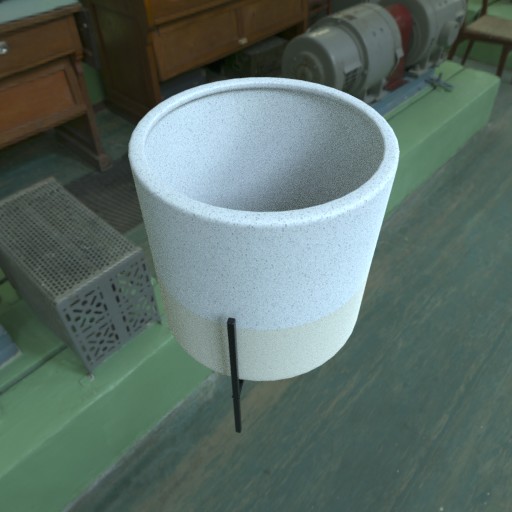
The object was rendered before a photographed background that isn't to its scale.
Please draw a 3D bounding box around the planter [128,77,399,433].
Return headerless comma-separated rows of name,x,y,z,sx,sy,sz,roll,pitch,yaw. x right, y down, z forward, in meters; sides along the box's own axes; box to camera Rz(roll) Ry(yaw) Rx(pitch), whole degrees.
planter,0.000,0.000,0.670,0.335,0.423,0.313,32,54,27
